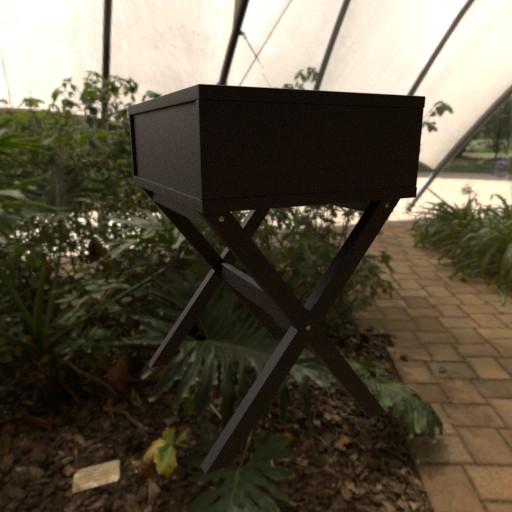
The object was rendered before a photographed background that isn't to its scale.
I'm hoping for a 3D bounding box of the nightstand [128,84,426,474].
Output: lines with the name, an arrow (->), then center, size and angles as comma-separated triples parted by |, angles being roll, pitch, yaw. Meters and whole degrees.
nightstand -> 0.000, 0.000, 0.947 | 0.402, 0.623, 0.479 | -7, 16, -25
